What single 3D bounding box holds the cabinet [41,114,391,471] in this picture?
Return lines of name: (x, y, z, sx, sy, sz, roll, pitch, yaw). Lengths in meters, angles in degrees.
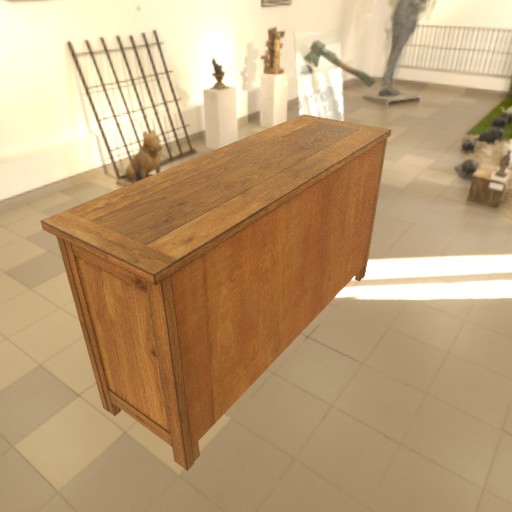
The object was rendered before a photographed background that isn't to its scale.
cabinet: (0.000, 0.000, 1.881, 0.480, 0.813, 1.474, 21, 38, 30)
